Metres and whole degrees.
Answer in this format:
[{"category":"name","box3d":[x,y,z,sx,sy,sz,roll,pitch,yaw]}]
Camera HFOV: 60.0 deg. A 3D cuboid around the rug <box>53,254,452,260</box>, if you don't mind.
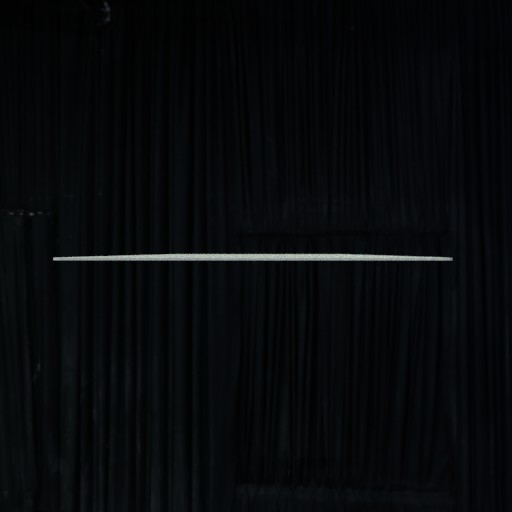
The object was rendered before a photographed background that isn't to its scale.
[{"category":"rug","box3d":[0.000,0.000,2.140,1.143,0.008,1.753,0,1,1]}]
